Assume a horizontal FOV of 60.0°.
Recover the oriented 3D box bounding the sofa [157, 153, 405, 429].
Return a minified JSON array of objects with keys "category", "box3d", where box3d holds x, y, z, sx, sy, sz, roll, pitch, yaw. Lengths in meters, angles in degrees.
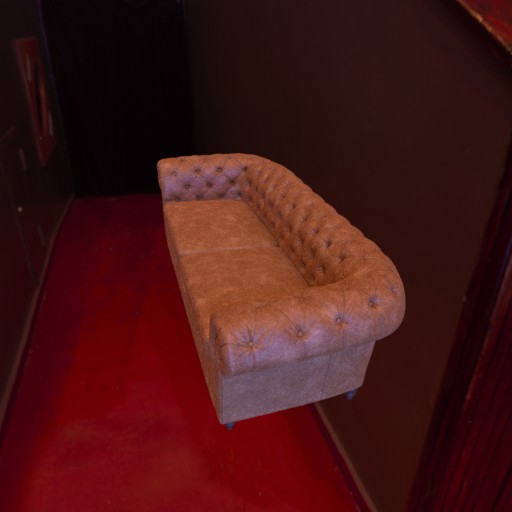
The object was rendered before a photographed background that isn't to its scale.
[{"category":"sofa","box3d":[0.000,0.000,2.844,0.989,0.760,2.365,-8,30,-15]}]
